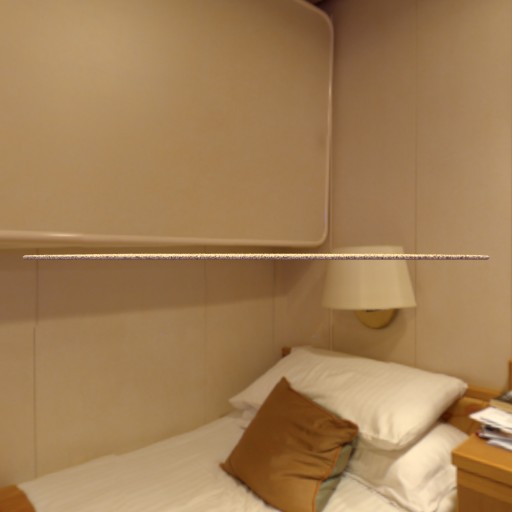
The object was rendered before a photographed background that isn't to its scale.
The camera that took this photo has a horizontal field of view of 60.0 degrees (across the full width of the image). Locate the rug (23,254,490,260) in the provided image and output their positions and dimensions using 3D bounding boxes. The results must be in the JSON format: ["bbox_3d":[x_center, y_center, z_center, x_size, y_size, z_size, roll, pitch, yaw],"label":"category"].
[{"bbox_3d":[0.000,0.000,4.083,3.047,0.029,2.438,0,0,0],"label":"rug"}]
